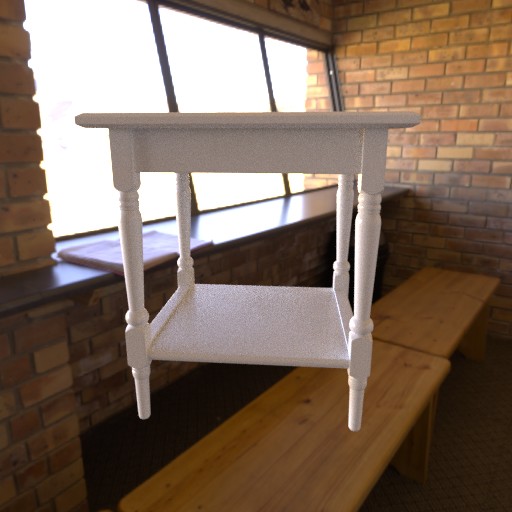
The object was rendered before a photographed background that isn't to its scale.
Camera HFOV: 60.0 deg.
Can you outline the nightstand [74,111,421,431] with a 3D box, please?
[{"bbox_3d":[0.000,0.000,0.932,0.505,0.555,0.459,1,15,5],"label":"nightstand"}]
